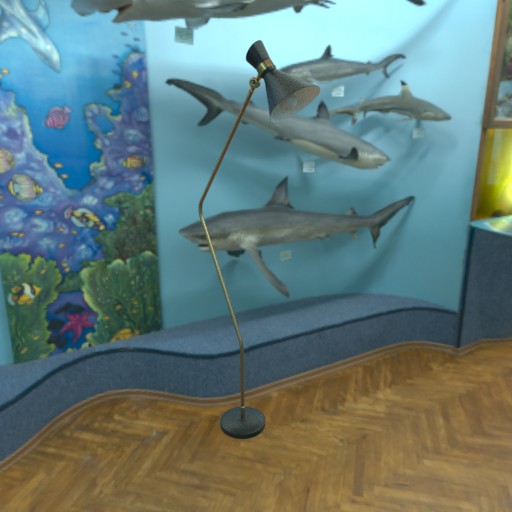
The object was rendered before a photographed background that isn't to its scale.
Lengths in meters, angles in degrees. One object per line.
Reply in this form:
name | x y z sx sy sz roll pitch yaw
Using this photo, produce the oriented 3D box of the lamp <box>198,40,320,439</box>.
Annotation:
lamp | 0.000 0.000 1.634 0.277 1.438 0.467 -8 17 -27
